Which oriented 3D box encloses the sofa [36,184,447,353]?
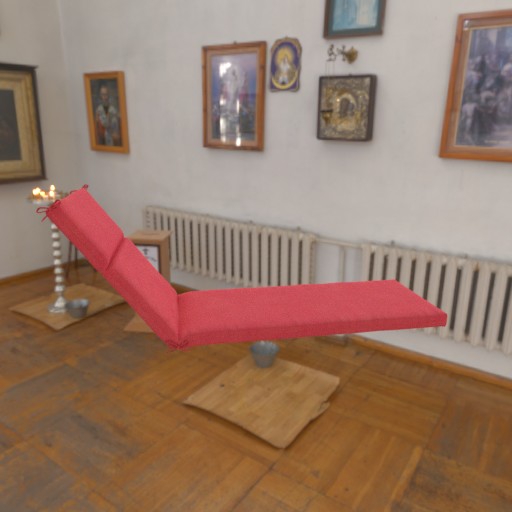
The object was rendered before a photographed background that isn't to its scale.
[{"bbox_3d":[0.000,0.000,2.016,1.663,0.622,0.582,-3,15,-10],"label":"sofa"}]
